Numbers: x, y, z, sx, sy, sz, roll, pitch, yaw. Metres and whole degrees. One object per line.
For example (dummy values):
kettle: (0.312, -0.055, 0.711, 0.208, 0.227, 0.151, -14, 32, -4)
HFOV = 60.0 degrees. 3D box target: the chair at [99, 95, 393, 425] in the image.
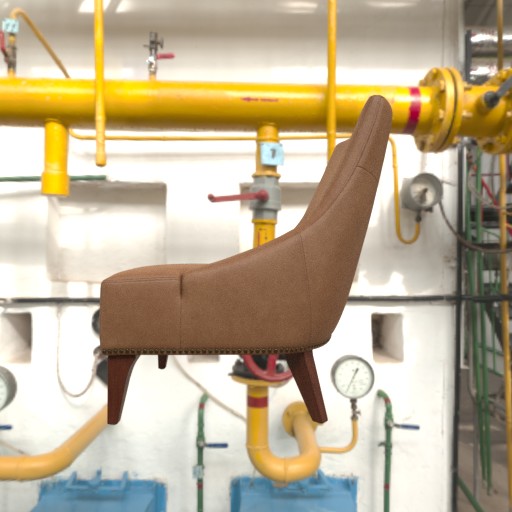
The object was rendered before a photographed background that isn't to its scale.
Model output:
chair: (0.000, 0.000, 1.501, 0.861, 0.909, 0.701, 0, -1, 0)
